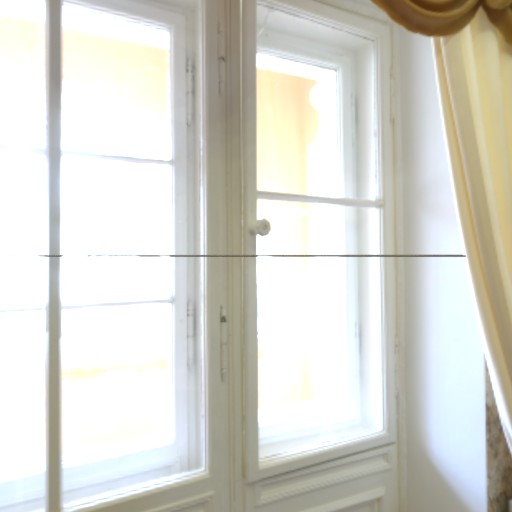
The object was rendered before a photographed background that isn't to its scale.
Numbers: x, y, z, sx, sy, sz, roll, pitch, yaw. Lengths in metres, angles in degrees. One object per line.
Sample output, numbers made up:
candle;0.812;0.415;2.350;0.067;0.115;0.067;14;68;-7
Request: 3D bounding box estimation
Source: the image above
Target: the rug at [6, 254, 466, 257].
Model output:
rug;0.000;0.000;3.826;2.980;0.012;2.363;0;0;17
